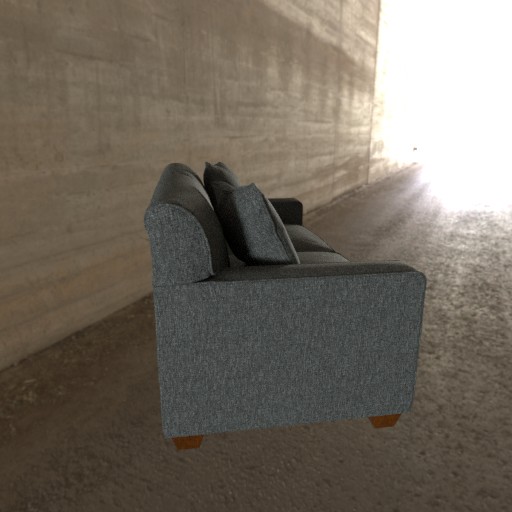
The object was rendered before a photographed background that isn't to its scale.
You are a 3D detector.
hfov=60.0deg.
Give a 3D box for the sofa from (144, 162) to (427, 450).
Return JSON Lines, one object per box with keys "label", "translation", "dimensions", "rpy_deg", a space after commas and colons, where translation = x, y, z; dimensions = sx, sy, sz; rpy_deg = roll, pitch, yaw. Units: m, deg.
{"label": "sofa", "translation": [0.000, 0.000, 2.393], "dimensions": [0.998, 0.958, 1.846], "rpy_deg": [-3, 16, -9]}
